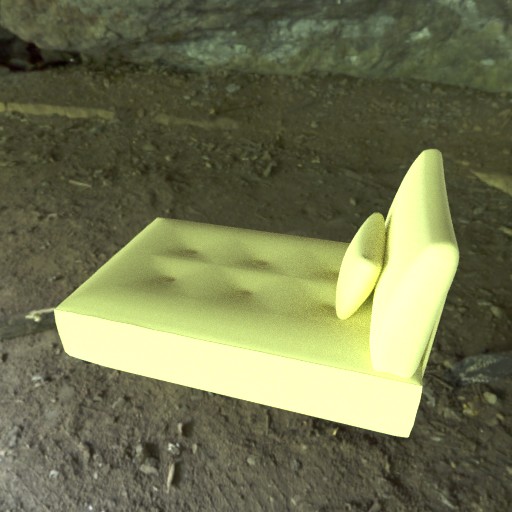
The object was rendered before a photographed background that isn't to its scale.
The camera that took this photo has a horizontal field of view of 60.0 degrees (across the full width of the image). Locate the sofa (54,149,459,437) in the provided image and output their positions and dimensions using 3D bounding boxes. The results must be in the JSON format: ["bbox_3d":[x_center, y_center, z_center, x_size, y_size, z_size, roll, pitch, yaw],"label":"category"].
[{"bbox_3d":[0.000,0.000,1.944,1.450,0.820,0.930,9,32,14],"label":"sofa"}]
